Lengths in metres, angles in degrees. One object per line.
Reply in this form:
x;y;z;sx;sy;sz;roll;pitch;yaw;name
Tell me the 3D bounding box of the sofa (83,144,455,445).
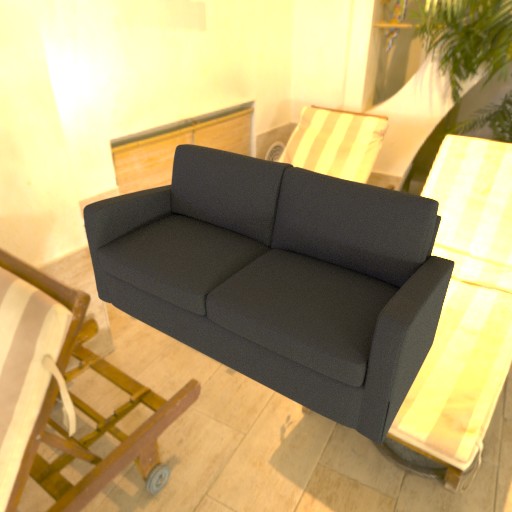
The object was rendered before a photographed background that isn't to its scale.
0.000;0.000;2.397;1.852;0.839;0.898;19;36;29;sofa
